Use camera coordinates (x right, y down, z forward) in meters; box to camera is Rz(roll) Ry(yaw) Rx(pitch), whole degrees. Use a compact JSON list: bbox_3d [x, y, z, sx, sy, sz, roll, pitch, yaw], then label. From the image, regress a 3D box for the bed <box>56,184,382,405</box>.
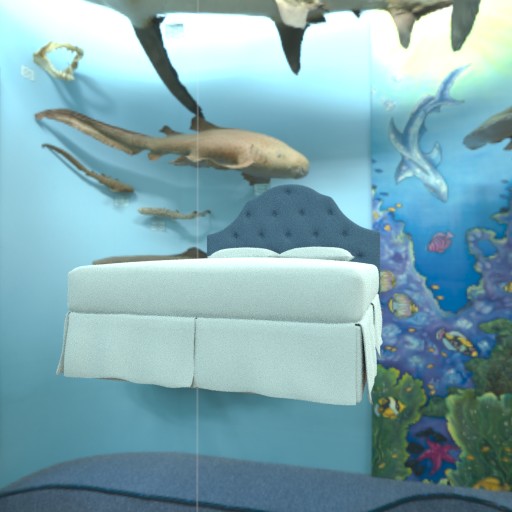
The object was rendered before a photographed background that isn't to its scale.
[{"bbox_3d":[0.000,0.000,3.772,2.039,1.617,2.477,0,-1,18],"label":"bed"}]
